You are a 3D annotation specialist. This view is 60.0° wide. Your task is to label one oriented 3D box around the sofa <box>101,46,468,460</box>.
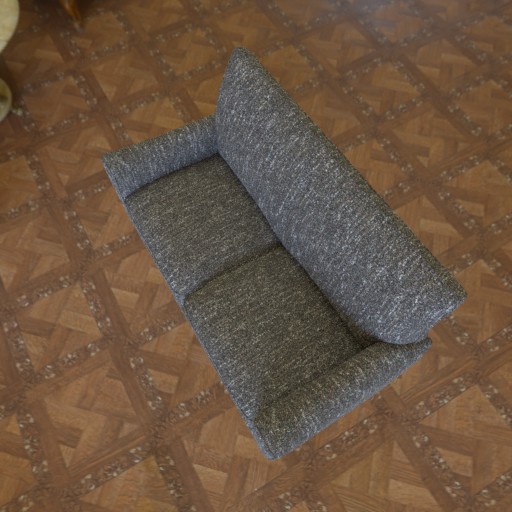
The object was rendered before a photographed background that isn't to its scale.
[{"bbox_3d":[0.000,0.000,2.000,0.801,0.946,1.519,-28,66,-14],"label":"sofa"}]
